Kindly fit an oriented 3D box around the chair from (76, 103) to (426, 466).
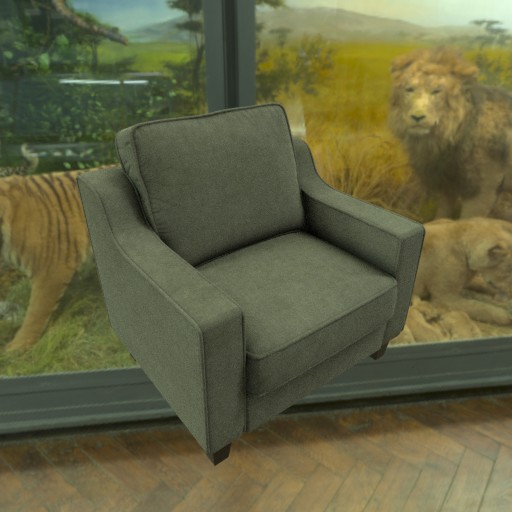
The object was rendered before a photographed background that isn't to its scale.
[{"bbox_3d":[0.000,0.000,1.616,0.926,0.944,0.840,-21,36,-32],"label":"chair"}]
